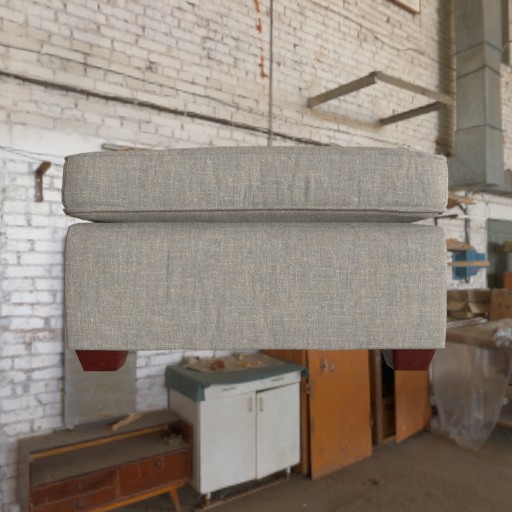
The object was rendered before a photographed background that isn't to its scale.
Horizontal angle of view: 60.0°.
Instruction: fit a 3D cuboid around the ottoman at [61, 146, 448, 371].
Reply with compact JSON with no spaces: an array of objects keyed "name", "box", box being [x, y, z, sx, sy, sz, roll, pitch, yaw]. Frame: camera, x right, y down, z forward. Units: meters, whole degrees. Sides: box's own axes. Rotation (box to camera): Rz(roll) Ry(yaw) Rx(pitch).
[{"name":"ottoman","box":[0.000,0.000,1.091,0.762,0.457,0.559,0,-1,-1]}]
